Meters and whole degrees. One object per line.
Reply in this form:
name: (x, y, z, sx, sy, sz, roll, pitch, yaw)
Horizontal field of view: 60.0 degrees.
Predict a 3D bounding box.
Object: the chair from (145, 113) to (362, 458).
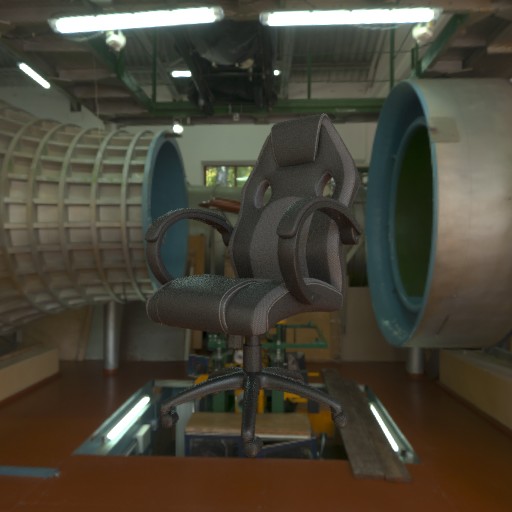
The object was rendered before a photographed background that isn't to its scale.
chair: (0.000, 0.000, 1.657, 0.673, 1.187, 0.724, 0, 0, 37)
